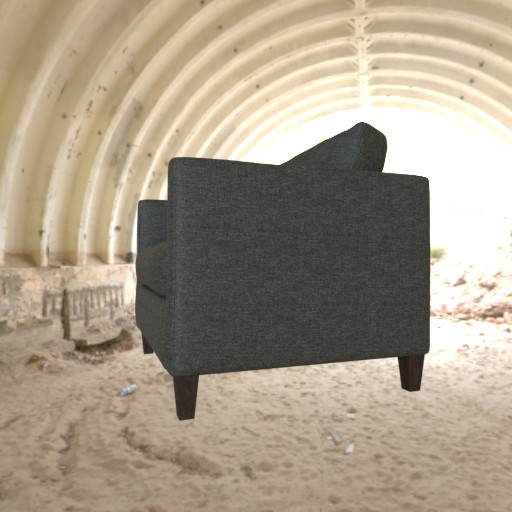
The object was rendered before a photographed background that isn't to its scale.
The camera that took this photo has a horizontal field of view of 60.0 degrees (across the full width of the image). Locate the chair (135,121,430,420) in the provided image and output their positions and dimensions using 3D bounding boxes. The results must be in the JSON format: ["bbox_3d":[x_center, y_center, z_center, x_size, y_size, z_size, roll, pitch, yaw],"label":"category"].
[{"bbox_3d":[0.000,0.000,1.906,0.959,0.963,1.107,0,0,-20],"label":"chair"}]
